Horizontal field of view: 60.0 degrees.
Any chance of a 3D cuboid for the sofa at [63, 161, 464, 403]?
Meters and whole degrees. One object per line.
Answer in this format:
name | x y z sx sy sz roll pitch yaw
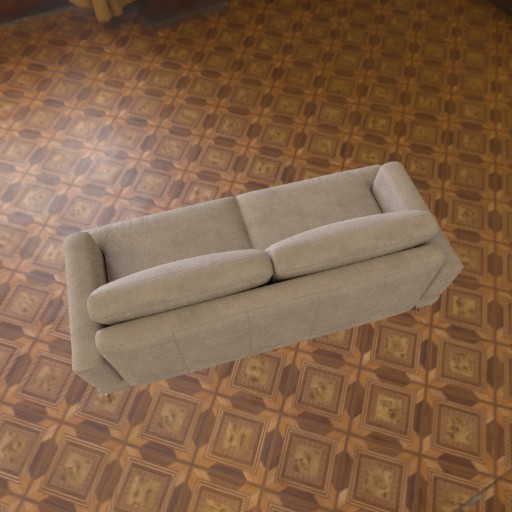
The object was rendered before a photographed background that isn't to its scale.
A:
sofa | 0.000 0.000 2.510 2.013 0.830 0.980 -14 60 -8
